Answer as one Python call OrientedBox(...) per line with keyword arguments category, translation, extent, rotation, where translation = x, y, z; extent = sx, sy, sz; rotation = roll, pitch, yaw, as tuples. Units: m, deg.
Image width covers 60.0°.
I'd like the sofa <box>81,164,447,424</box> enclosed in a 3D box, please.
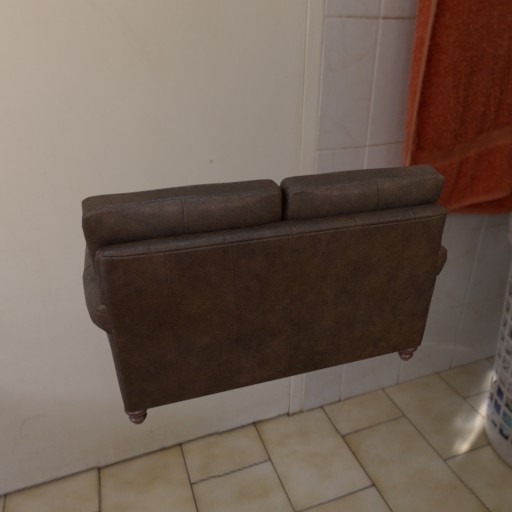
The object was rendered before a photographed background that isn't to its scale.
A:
OrientedBox(category="sofa", translation=(0.000, 0.000, 2.237), extent=(1.616, 0.976, 0.990), rotation=(-8, 27, -16))
